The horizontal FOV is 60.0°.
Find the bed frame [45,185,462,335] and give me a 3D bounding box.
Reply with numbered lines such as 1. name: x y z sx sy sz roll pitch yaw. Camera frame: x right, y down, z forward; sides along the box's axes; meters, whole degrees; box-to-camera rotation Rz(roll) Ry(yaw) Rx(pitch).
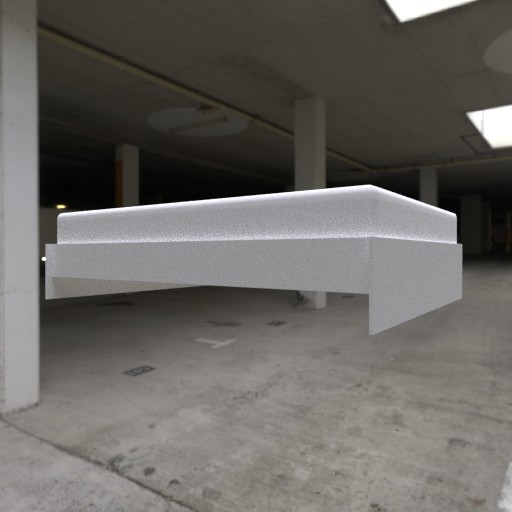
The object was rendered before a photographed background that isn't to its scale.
1. bed frame: 0.000 0.000 2.576 1.945 0.497 1.445 0 0 35
